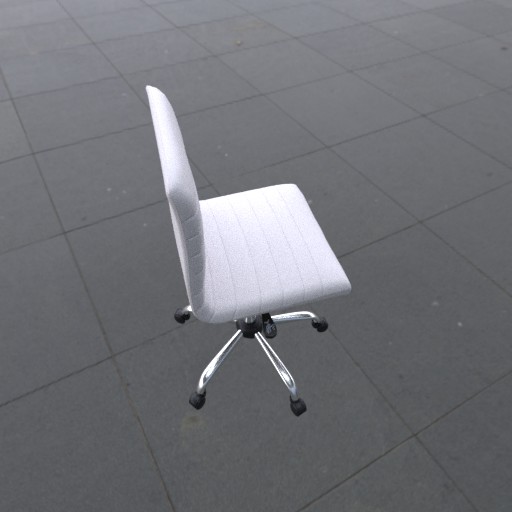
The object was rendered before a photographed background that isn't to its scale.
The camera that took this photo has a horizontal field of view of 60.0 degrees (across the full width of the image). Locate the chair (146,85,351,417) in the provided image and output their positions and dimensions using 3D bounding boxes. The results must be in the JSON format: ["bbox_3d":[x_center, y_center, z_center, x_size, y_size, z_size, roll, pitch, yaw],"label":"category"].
[{"bbox_3d":[0.000,0.000,1.076,0.455,0.750,0.520,-11,46,-10],"label":"chair"}]
